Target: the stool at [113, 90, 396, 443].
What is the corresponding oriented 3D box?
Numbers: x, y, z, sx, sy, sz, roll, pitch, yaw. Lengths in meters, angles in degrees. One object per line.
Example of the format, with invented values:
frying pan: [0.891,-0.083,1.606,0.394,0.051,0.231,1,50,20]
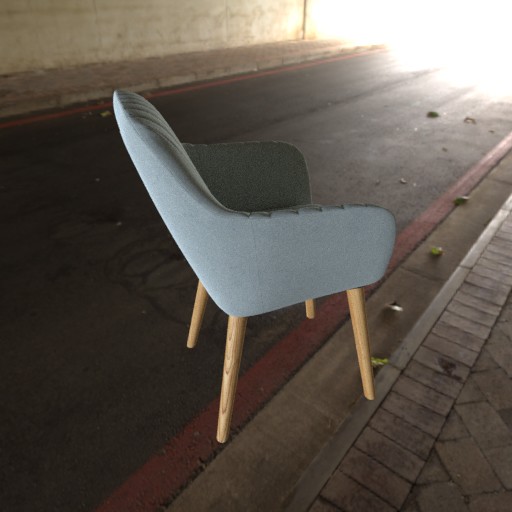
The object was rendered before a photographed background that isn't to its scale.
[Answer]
stool: [0.000,0.000,1.162,0.590,0.830,0.503,-10,32,-17]
